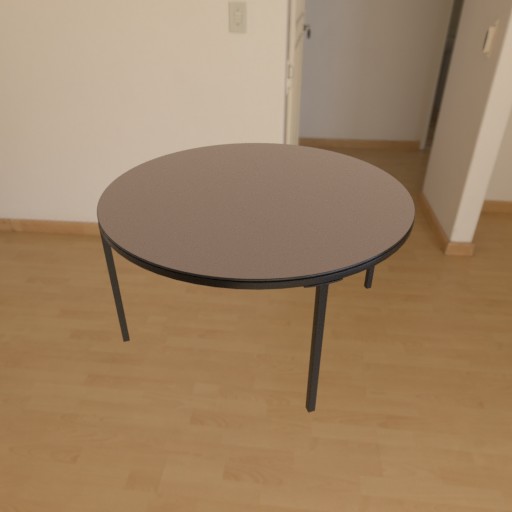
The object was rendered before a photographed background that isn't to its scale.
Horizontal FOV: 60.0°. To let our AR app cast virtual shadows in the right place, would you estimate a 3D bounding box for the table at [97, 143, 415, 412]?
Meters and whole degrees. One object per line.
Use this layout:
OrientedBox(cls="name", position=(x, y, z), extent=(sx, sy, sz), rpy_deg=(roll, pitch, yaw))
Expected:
OrientedBox(cls="table", position=(0.000, 0.000, 1.266), extent=(0.800, 0.400, 0.800), rpy_deg=(0, 32, 0))
